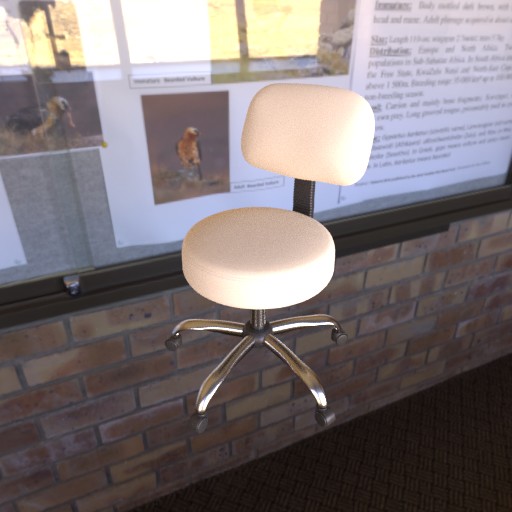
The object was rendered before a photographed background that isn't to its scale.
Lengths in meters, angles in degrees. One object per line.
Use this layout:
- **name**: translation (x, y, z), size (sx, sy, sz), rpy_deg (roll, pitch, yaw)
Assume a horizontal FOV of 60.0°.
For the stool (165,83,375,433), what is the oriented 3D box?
- **stool**: translation (0.000, 0.000, 1.210), size (0.609, 0.810, 0.616), rpy_deg (18, 34, 29)
